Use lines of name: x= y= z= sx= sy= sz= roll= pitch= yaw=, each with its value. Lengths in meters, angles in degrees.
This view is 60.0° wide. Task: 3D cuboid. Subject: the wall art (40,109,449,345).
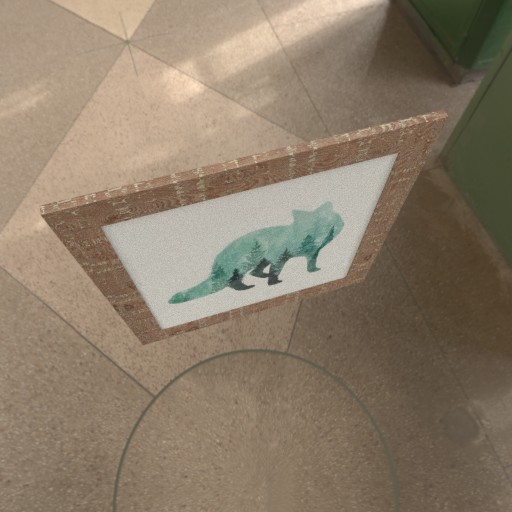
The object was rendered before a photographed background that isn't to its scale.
wall art: x=0.000 y=0.000 z=0.573 sx=0.384 sy=0.384 sz=0.012 roll=-15 pitch=63 yaw=-8
